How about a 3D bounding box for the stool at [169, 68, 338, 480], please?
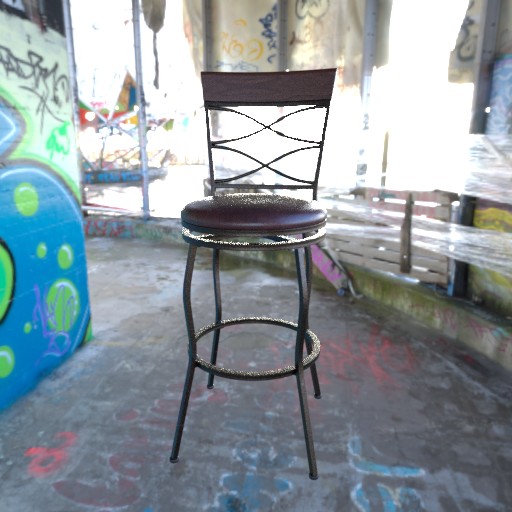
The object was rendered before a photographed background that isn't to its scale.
[{"bbox_3d":[0.000,0.000,1.358,0.448,1.130,0.513,2,14,9],"label":"stool"}]
